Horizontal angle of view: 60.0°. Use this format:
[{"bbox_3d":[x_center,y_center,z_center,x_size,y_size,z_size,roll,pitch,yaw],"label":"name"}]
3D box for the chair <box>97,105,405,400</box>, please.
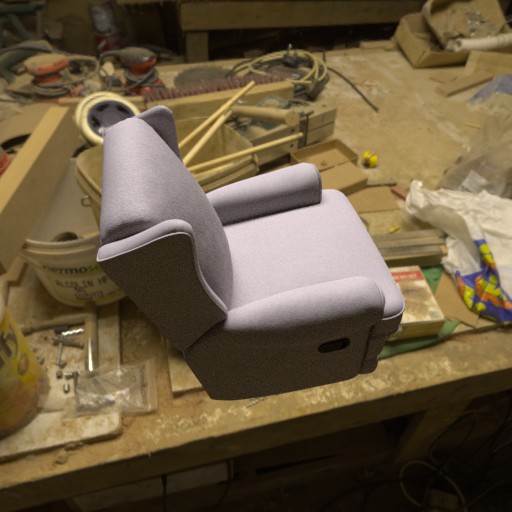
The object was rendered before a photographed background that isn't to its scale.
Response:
[{"bbox_3d":[0.000,0.000,1.711,0.969,1.011,0.847,-9,47,-8],"label":"chair"}]
